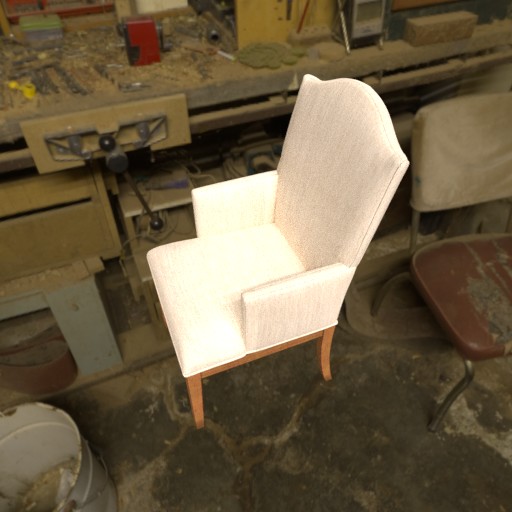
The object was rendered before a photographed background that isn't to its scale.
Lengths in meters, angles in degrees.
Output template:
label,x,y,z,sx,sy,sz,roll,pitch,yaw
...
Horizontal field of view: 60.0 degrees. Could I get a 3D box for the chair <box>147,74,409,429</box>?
label,x,y,z,sx,sy,sz,roll,pitch,yaw
chair,0.000,0.000,1.410,0.641,1.016,0.533,-16,47,-15
